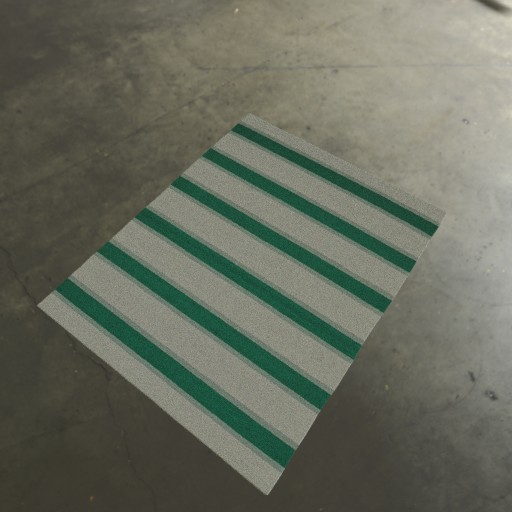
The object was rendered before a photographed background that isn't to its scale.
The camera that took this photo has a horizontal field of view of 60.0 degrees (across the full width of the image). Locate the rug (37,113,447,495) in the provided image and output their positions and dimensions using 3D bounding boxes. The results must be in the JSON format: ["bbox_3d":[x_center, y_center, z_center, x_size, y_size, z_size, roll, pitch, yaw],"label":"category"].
[{"bbox_3d":[0.000,0.000,4.066,2.434,0.019,3.041,32,63,18],"label":"rug"}]
